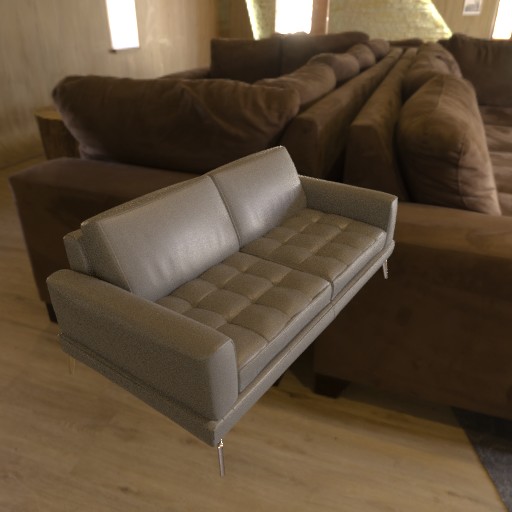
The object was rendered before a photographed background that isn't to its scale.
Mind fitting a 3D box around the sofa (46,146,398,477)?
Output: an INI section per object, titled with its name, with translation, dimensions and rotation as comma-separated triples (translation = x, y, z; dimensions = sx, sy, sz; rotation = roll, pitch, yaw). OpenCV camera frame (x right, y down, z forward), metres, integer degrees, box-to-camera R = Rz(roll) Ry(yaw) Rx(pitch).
[sofa]
translation = 0.000, 0.000, 2.750
dimensions = 1.121, 0.930, 2.177
rotation = 18, 33, 30
